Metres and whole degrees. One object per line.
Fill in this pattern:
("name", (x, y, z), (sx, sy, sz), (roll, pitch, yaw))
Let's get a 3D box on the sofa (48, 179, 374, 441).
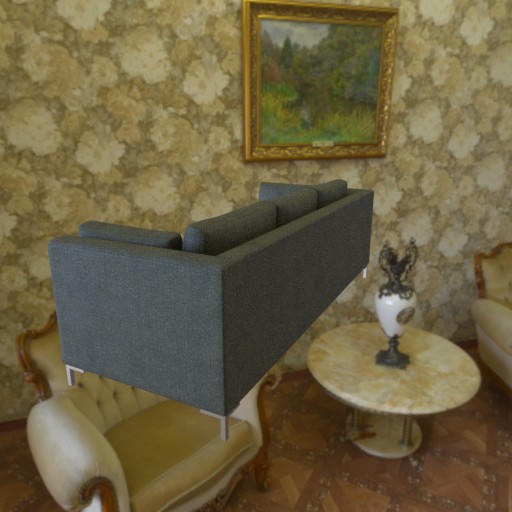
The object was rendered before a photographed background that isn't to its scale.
("sofa", (0.000, 0.000, 2.939), (0.969, 0.867, 2.415), (8, 18, 26))
